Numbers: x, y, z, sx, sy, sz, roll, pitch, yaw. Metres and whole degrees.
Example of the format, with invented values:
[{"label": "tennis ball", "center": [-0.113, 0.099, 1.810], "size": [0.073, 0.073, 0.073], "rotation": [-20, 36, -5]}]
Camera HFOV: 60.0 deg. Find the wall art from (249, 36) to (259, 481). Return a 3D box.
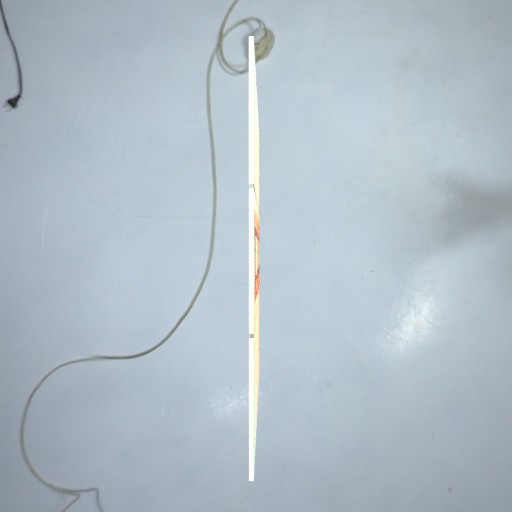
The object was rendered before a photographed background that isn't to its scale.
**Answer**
[{"label": "wall art", "center": [0.000, 0.000, 1.818], "size": [0.013, 1.219, 1.214], "rotation": [0, 91, 1]}]
